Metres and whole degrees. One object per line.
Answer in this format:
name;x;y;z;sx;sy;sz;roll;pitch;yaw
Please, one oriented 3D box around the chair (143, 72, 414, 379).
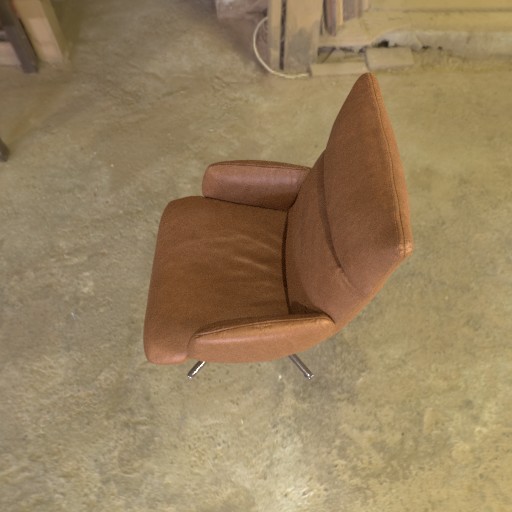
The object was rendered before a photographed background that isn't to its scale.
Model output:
chair;0.000;0.000;1.532;0.794;1.027;0.711;0;58;0
